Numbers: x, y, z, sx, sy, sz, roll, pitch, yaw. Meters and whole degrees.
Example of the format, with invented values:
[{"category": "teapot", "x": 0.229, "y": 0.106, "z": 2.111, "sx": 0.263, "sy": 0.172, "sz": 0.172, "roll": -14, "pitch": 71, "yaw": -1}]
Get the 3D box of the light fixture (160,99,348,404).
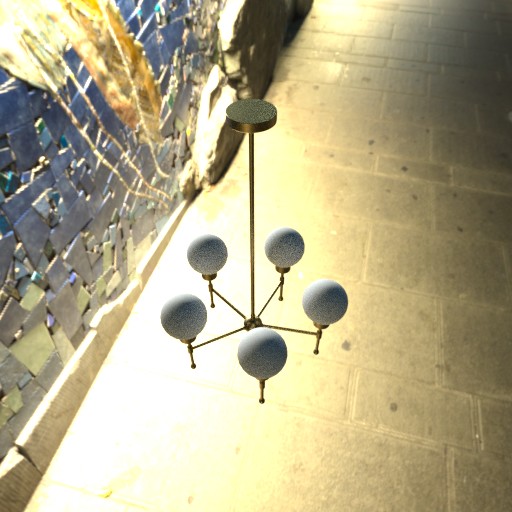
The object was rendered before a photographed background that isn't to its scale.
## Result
[{"category": "light fixture", "x": 0.000, "y": 0.000, "z": 1.865, "sx": 0.815, "sy": 1.331, "sz": 0.785, "roll": 21, "pitch": 49, "yaw": 20}]
